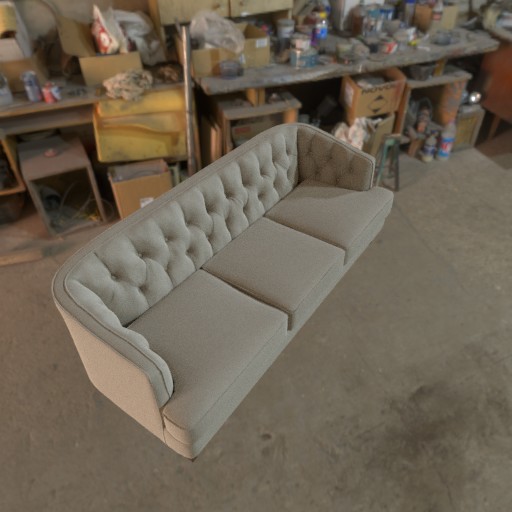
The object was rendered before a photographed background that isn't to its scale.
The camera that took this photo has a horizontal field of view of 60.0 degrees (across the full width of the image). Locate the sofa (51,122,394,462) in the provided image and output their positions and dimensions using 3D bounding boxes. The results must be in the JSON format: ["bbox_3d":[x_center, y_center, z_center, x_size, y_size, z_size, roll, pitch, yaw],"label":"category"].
[{"bbox_3d":[0.000,0.000,2.759,0.941,0.855,2.278,25,46,26],"label":"sofa"}]
